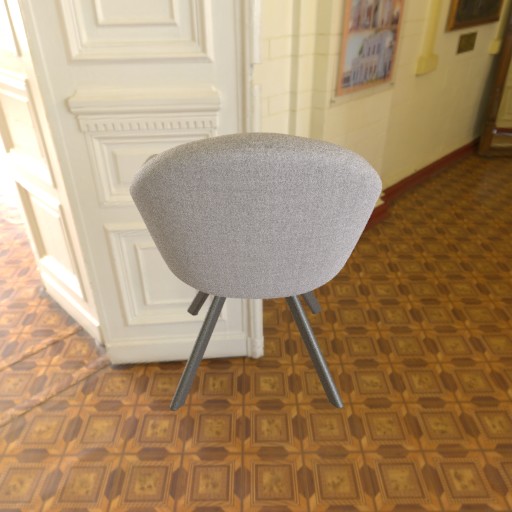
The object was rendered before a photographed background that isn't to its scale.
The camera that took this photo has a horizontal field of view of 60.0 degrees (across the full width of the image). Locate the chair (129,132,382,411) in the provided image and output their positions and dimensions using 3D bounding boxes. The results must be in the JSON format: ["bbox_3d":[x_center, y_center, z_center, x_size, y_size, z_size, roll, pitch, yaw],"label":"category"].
[{"bbox_3d":[0.000,0.000,1.191,0.590,0.795,0.550,-1,32,-1],"label":"chair"}]
